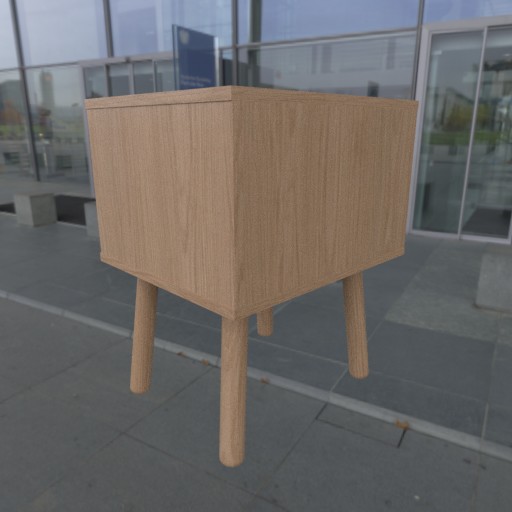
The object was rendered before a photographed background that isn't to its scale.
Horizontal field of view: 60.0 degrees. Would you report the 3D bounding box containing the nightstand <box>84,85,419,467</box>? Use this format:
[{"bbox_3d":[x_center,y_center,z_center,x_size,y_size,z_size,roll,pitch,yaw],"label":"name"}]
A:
[{"bbox_3d":[0.000,0.000,0.859,0.450,0.571,0.380,-15,22,-42],"label":"nightstand"}]
